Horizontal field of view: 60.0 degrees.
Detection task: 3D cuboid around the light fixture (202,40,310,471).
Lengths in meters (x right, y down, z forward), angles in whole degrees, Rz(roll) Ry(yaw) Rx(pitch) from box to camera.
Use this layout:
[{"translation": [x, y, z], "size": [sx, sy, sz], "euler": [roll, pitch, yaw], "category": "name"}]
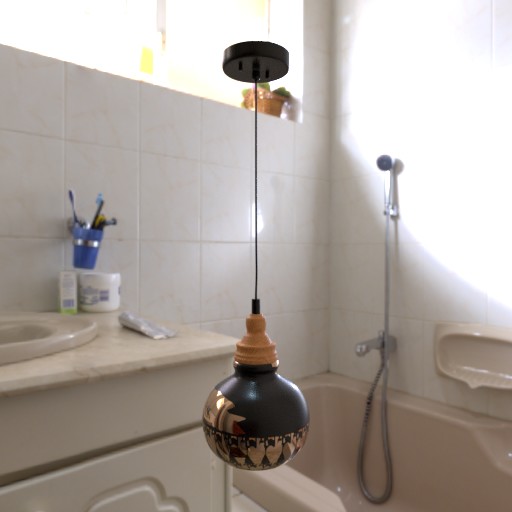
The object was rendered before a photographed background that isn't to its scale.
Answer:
[{"translation": [0.000, 0.000, 1.787], "size": [0.430, 1.606, 0.430], "euler": [0, 0, -37], "category": "light fixture"}]
